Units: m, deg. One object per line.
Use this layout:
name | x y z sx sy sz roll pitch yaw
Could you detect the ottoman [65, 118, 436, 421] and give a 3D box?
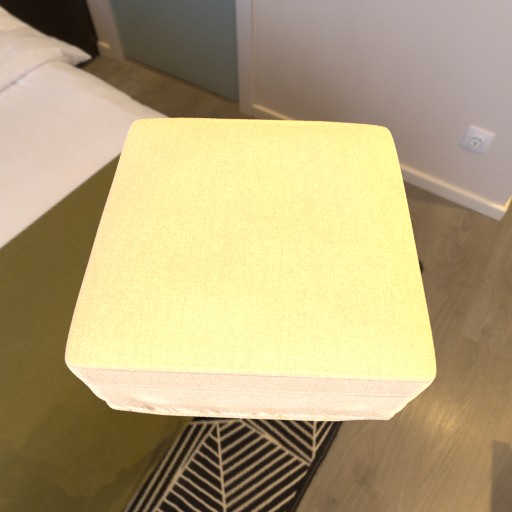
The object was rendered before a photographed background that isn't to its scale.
ottoman | 0.000 0.000 1.319 0.843 0.436 0.840 2 57 1
